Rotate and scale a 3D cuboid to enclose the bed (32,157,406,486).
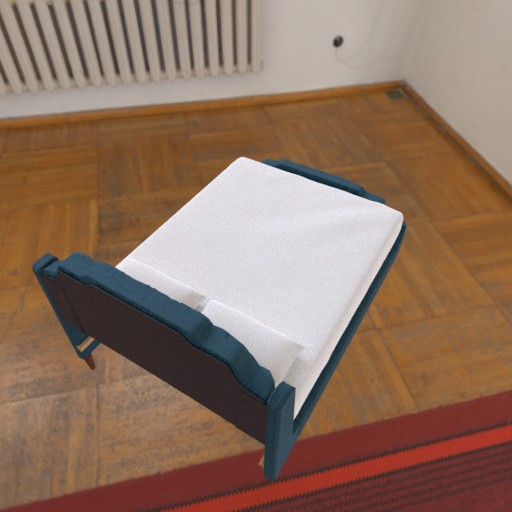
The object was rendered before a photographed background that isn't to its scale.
[{"bbox_3d":[0.000,0.000,3.298,1.676,1.351,2.322,24,51,21],"label":"bed"}]
